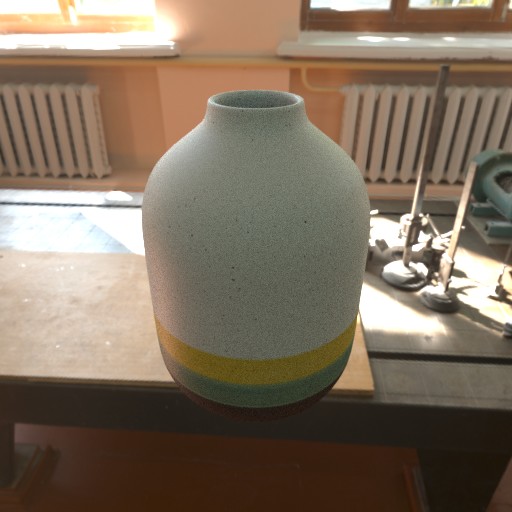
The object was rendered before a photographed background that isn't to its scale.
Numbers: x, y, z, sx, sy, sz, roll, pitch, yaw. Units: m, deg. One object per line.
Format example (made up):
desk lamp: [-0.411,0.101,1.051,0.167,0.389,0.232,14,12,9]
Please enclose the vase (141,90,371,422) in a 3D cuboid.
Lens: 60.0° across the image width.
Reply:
vase: [0.000,0.000,0.352,0.169,0.240,0.169,0,31,0]
